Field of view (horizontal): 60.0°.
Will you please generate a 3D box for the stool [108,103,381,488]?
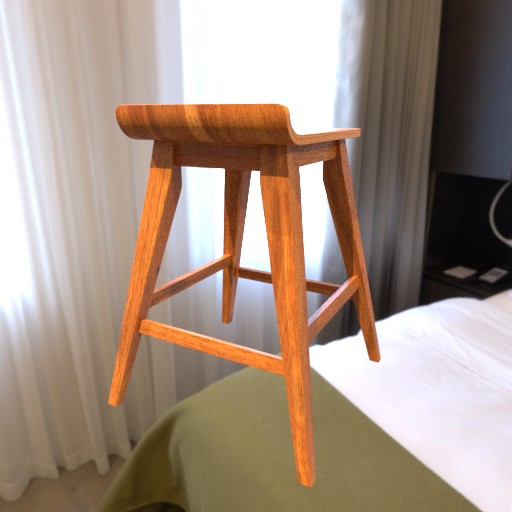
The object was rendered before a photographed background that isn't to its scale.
[{"bbox_3d":[0.000,0.000,1.014,0.500,0.650,0.500,10,20,27],"label":"stool"}]
